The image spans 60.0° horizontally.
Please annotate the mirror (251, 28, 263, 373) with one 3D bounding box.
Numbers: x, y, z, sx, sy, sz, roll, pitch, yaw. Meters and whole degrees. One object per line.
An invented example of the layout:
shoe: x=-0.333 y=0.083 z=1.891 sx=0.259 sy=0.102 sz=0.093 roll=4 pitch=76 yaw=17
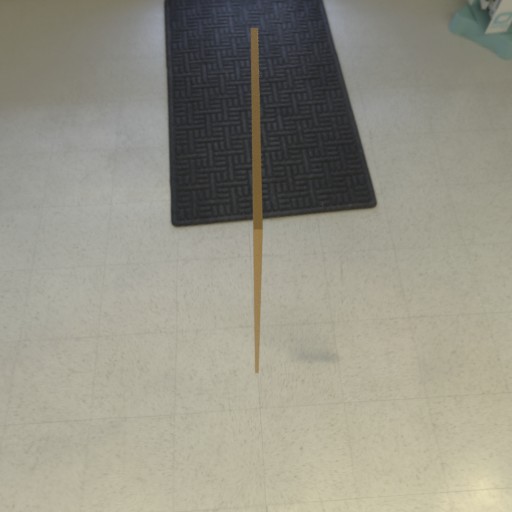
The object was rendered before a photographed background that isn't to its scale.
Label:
mirror: x=0.000 y=0.000 z=2.305 sx=0.025 sy=2.031 sz=0.812 roll=-1 pitch=64 yaw=0
